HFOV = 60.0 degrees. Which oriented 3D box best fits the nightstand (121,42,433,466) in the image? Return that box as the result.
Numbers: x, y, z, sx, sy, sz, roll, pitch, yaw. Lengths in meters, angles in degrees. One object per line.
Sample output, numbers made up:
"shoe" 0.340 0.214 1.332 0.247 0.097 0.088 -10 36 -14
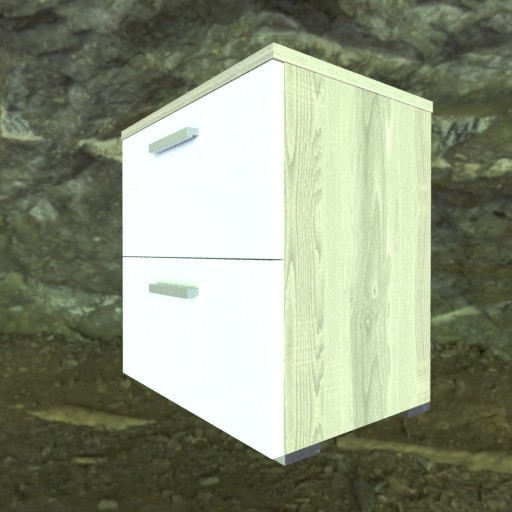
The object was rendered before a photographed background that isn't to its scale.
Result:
"nightstand" 0.000 0.000 0.739 0.325 0.461 0.442 0 1 -37
